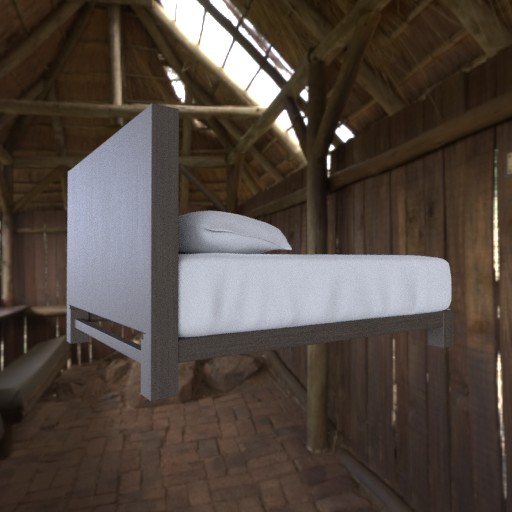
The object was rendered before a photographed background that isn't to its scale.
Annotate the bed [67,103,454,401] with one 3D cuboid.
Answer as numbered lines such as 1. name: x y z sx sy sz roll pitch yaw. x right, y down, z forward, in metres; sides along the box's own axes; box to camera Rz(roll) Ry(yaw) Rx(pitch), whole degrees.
1. bed: 0.000 0.000 3.228 2.242 1.270 1.727 1 -1 -34
